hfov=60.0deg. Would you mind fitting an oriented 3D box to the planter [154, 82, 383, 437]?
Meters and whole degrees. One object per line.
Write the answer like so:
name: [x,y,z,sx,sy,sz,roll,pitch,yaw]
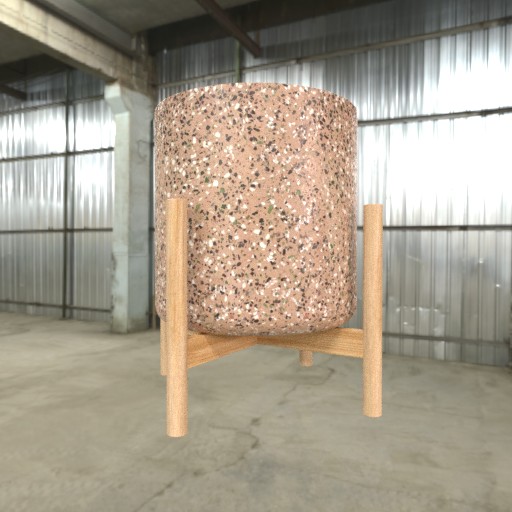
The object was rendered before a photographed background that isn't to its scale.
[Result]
planter: [0.000,0.000,0.682,0.360,0.419,0.360,-1,1,-36]
